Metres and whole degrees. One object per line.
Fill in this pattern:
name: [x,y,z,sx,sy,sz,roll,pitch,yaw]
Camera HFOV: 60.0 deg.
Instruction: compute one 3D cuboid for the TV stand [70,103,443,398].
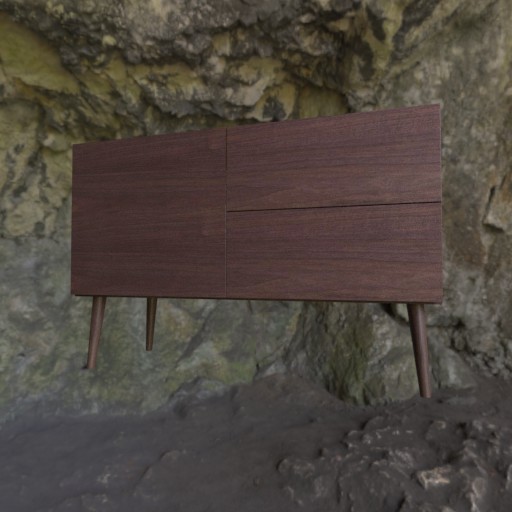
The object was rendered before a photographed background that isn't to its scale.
TV stand: [0.000,0.000,1.311,0.990,0.660,0.405,-1,-2,19]
